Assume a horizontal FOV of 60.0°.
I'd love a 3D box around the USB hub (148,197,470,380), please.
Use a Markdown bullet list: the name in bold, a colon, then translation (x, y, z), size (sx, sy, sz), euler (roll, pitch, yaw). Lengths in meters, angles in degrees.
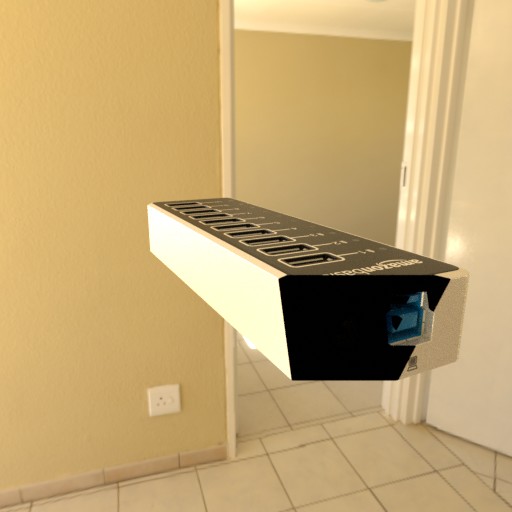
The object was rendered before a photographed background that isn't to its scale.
- **USB hub**: translation (0.000, 0.000, 0.160), size (0.044, 0.023, 0.145), euler (-8, 17, -26)
